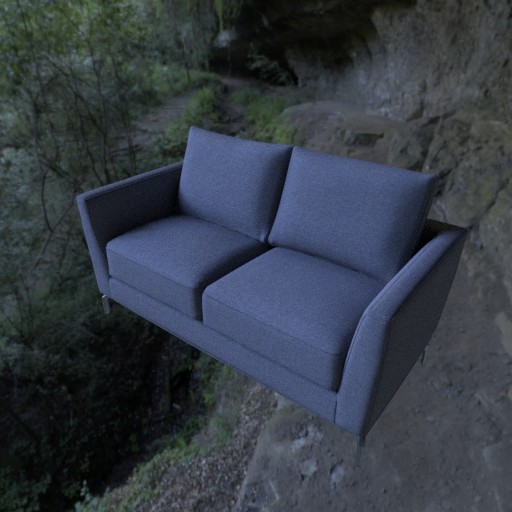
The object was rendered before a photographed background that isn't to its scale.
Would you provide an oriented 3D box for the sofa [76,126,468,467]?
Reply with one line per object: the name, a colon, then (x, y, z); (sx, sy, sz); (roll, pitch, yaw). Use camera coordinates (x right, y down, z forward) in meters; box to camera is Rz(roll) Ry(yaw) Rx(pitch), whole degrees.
sofa: (0.000, 0.000, 2.070); (1.594, 0.924, 0.803); (21, 35, 32)
